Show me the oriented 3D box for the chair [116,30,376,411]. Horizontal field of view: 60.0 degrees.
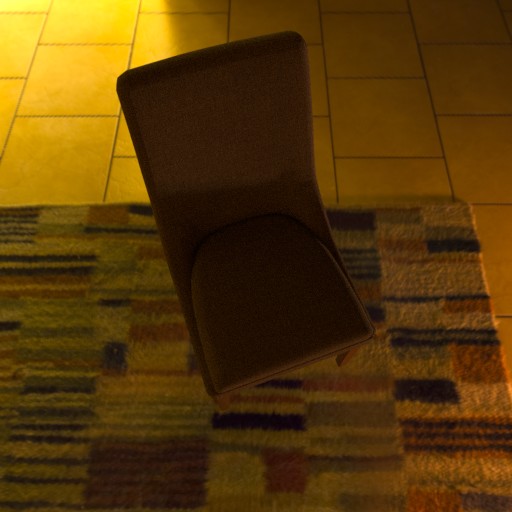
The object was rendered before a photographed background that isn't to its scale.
[{"bbox_3d":[0.000,0.000,1.302,0.508,0.952,0.655,-18,65,-9],"label":"chair"}]
